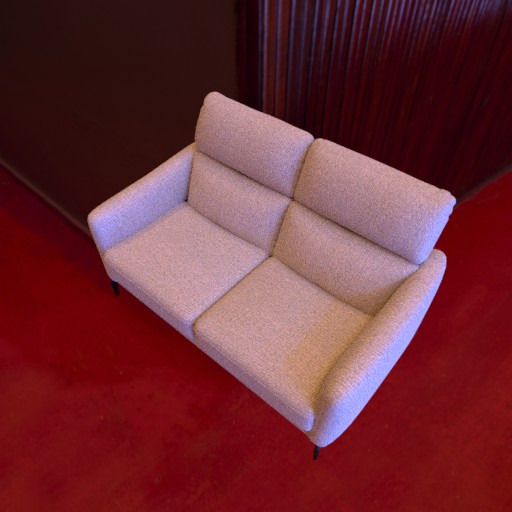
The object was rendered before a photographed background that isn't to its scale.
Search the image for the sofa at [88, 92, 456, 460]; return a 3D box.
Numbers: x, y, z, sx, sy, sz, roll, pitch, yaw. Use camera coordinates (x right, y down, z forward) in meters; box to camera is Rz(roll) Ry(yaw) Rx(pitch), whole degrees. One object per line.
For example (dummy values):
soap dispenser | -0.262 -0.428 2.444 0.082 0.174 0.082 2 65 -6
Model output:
sofa | 0.000 0.000 2.125 1.540 0.950 0.905 32 54 27
